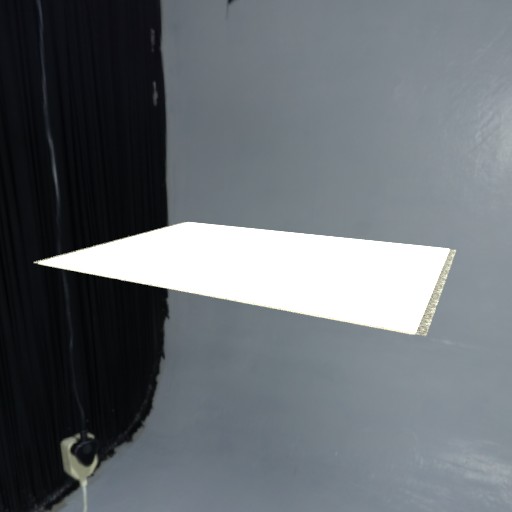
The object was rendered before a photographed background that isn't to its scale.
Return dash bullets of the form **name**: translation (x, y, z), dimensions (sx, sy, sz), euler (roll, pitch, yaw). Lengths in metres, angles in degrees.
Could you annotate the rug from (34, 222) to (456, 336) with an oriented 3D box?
- **rug**: translation (0.000, 0.000, 2.814), dimensions (2.233, 0.011, 1.514), euler (8, 16, 27)
